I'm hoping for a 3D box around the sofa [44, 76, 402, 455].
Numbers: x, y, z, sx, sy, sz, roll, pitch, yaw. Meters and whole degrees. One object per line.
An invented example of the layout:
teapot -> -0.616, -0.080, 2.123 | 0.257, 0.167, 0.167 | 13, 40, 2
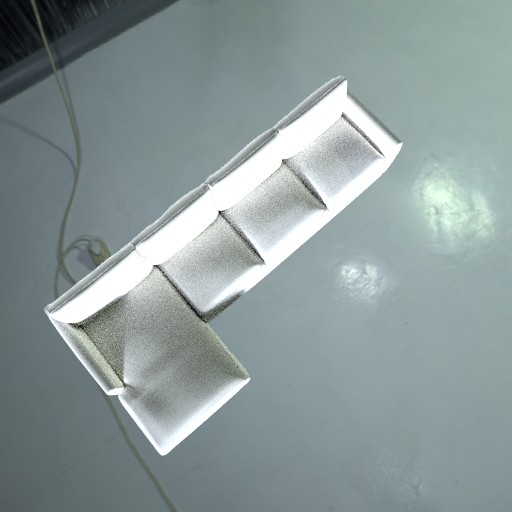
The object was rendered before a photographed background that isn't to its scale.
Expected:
sofa -> 0.000, 0.000, 3.752 | 3.186, 0.875, 1.467 | -40, 80, -9
